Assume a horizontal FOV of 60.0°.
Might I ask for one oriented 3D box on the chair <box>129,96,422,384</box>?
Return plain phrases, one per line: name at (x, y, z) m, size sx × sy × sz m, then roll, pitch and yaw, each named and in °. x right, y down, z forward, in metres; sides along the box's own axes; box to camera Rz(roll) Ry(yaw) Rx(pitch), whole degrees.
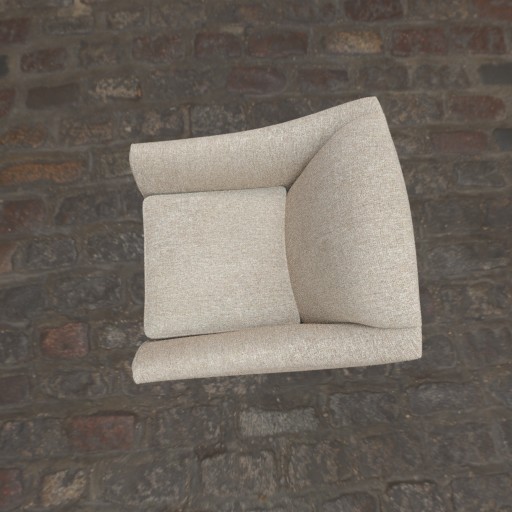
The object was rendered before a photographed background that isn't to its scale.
chair at (0.000, 0.000, 1.476) m, size 0.787 × 0.839 × 0.763 m, roll -5°, pitch 75°, yaw -1°
